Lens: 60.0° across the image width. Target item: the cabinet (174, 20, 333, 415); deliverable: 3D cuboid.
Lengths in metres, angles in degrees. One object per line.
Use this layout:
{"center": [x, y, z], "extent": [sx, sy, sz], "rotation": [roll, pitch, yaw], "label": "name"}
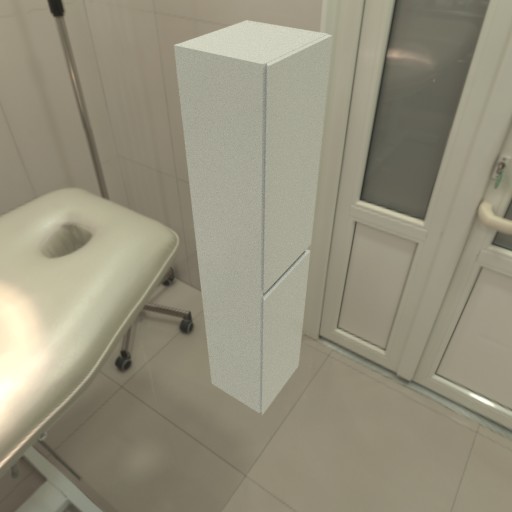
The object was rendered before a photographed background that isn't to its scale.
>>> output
{"center": [0.000, 0.000, 1.547], "extent": [0.270, 1.400, 0.300], "rotation": [24, 46, 26], "label": "cabinet"}
